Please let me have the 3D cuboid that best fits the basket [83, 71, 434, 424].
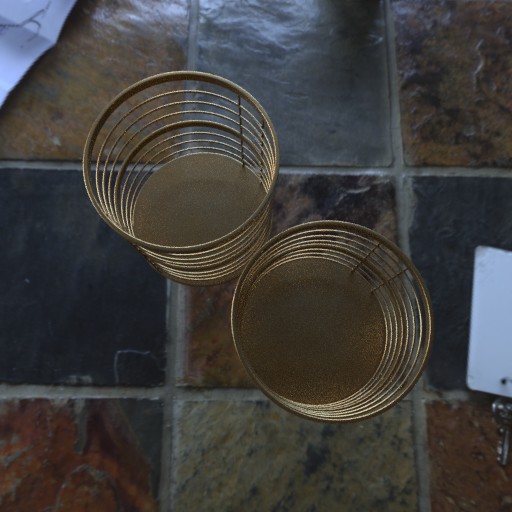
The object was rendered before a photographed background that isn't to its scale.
[{"bbox_3d":[0.000,0.000,0.935,0.356,0.351,0.746,-43,80,-10],"label":"basket"}]
